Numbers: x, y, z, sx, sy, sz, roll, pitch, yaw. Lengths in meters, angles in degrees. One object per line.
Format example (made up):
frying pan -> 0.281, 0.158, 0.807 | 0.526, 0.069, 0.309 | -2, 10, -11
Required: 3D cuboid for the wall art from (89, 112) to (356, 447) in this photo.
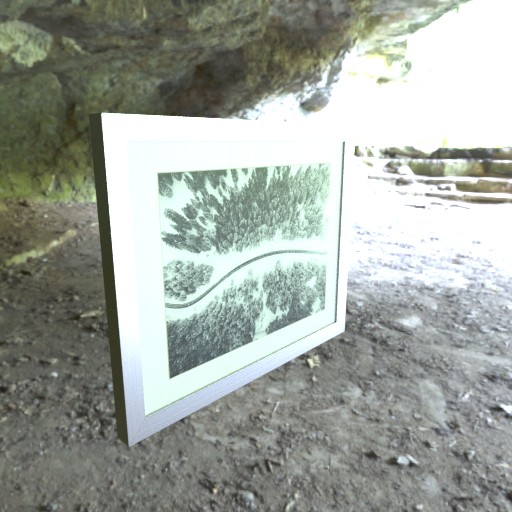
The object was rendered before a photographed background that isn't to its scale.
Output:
wall art -> 0.000, 0.000, 0.782 | 0.032, 0.456, 0.557 | 13, 20, 42
